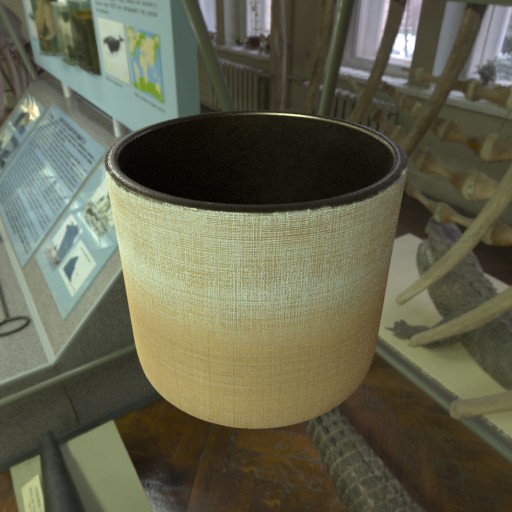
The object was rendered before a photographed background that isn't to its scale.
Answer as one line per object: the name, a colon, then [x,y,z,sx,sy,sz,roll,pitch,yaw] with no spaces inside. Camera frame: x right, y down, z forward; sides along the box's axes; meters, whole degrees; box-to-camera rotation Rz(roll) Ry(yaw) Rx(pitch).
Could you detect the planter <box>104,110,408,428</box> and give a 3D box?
planter: [0.000,0.000,0.435,0.254,0.221,0.254,0,32,0]
